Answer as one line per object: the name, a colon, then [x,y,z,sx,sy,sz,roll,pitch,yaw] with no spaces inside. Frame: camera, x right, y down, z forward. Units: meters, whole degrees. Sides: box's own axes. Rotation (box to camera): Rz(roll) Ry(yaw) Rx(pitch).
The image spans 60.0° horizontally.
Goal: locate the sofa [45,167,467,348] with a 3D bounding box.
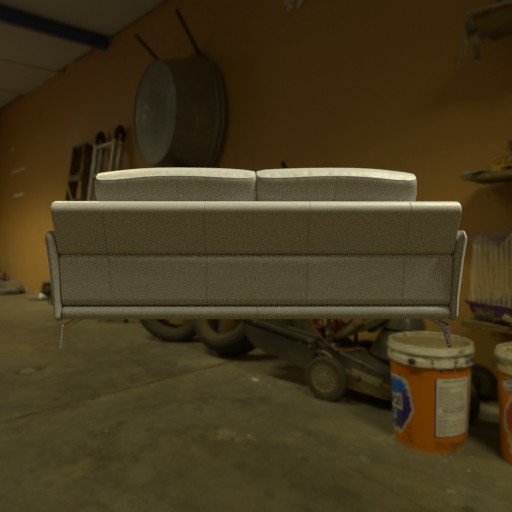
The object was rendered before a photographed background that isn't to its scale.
sofa: [0.000,0.000,2.673,2.101,0.930,1.049,0,2,0]
